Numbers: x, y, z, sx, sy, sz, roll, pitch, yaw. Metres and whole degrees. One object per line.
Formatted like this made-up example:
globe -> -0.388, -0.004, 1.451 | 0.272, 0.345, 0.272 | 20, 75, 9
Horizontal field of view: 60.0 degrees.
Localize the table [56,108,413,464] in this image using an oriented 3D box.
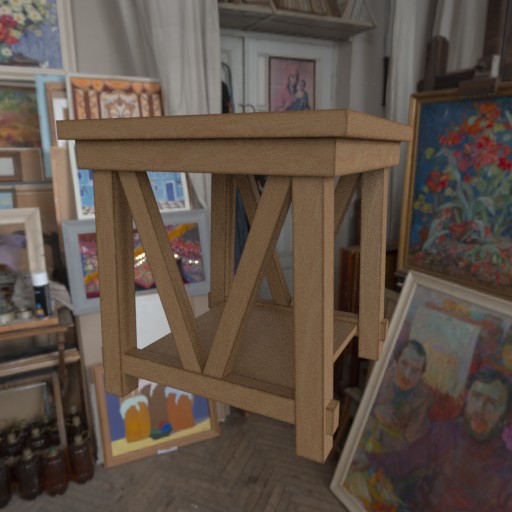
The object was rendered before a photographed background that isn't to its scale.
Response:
table -> 0.000, 0.000, 1.113 | 0.612, 0.638, 0.610 | 7, 15, 26
